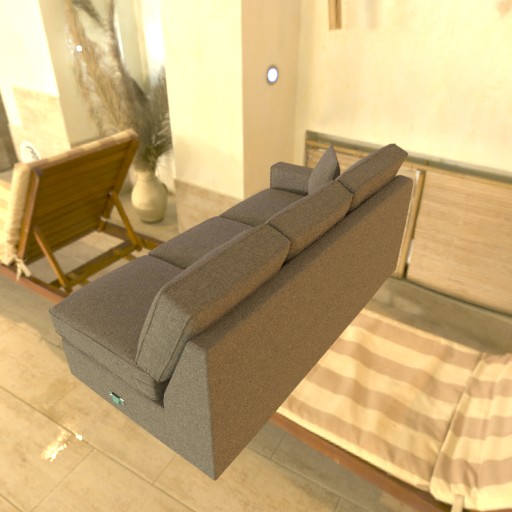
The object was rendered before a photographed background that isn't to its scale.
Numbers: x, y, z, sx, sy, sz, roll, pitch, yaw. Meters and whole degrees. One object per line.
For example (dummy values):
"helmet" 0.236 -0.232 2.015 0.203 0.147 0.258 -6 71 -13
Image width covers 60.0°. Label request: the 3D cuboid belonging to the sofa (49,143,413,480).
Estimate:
"sofa" 0.000 0.000 2.477 1.034 0.946 1.963 21 37 30
